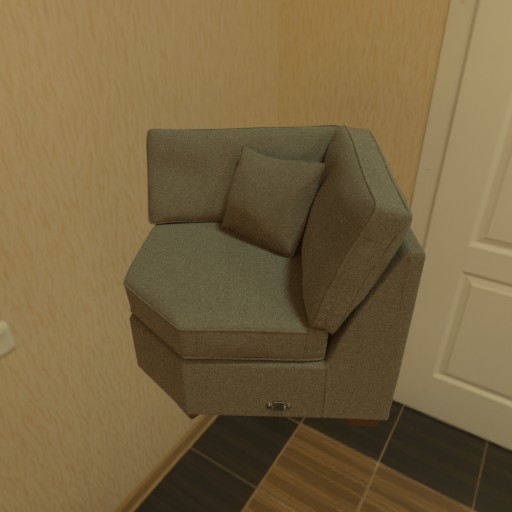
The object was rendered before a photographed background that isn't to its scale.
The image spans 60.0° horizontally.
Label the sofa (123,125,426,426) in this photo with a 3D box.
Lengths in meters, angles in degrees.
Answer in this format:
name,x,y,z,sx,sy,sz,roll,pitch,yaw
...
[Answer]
name,x,y,z,sx,sy,sz,roll,pitch,yaw
sofa,0.000,0.000,1.889,1.050,0.951,1.042,2,30,3
